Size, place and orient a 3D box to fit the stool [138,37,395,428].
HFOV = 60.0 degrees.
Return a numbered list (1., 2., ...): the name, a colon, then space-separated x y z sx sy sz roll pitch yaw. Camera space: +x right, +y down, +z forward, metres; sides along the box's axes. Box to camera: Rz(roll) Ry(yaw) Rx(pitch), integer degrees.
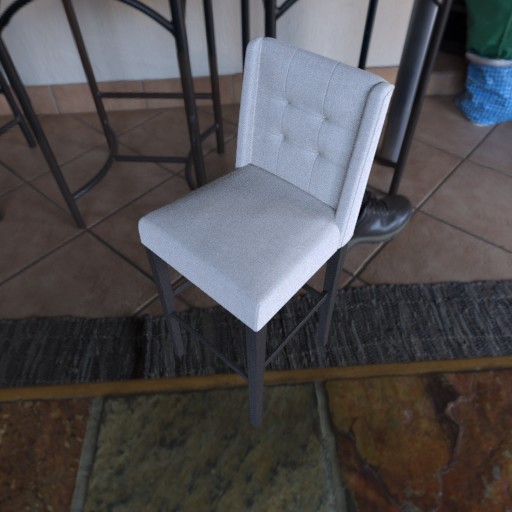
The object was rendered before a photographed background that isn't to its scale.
1. stool: 0.000 0.000 1.410 0.474 1.116 0.509 34 55 28
